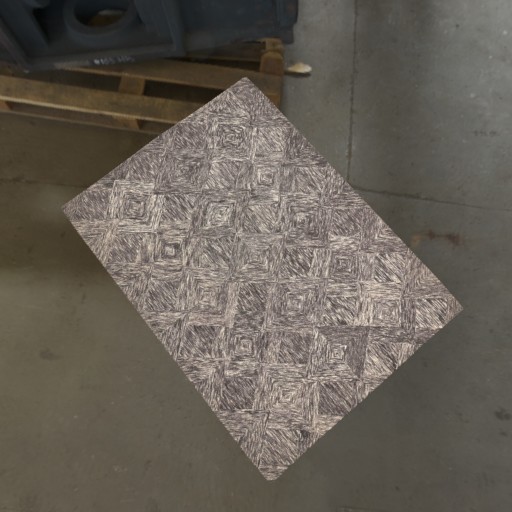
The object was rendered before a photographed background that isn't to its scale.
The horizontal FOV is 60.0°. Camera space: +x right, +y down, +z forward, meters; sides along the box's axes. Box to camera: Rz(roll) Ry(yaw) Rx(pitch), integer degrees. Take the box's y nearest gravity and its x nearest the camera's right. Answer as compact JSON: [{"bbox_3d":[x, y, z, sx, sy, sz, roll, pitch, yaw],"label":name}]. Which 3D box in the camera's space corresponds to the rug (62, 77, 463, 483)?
[{"bbox_3d":[0.000,0.000,5.365,2.997,0.020,4.093,-39,79,-9],"label":"rug"}]
